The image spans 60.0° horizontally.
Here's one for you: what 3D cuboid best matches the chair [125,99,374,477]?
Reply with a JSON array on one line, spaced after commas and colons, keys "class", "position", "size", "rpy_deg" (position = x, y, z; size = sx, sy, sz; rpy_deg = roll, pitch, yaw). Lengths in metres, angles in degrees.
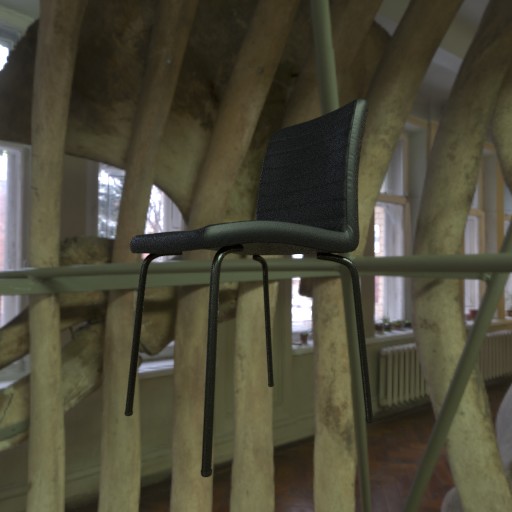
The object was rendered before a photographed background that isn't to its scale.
[{"class": "chair", "position": [0.000, 0.000, 1.210], "size": [0.572, 0.872, 0.450], "rpy_deg": [1, -1, -36]}]
